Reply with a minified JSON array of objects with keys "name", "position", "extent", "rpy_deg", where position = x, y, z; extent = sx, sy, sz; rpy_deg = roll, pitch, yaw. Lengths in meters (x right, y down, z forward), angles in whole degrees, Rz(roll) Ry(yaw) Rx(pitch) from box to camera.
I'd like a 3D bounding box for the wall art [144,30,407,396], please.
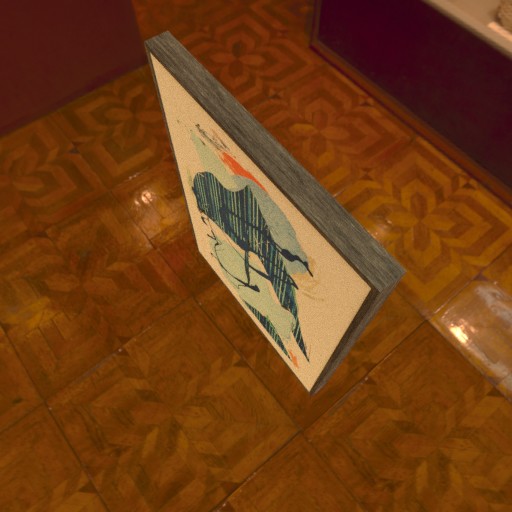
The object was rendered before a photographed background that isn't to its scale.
[{"name":"wall art","position":[0.000,0.000,1.326],"extent":[0.063,1.016,0.762],"rpy_deg":[-34,68,-16]}]
